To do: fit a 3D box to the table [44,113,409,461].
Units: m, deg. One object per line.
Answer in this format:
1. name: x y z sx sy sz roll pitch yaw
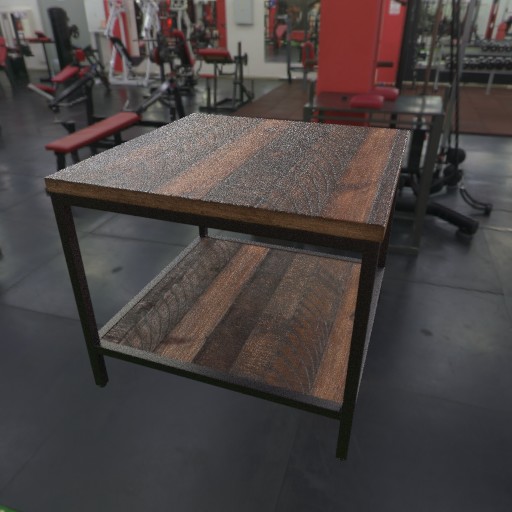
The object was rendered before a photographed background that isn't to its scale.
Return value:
1. table: 0.000 0.000 0.997 0.553 0.482 0.548 10 31 17
